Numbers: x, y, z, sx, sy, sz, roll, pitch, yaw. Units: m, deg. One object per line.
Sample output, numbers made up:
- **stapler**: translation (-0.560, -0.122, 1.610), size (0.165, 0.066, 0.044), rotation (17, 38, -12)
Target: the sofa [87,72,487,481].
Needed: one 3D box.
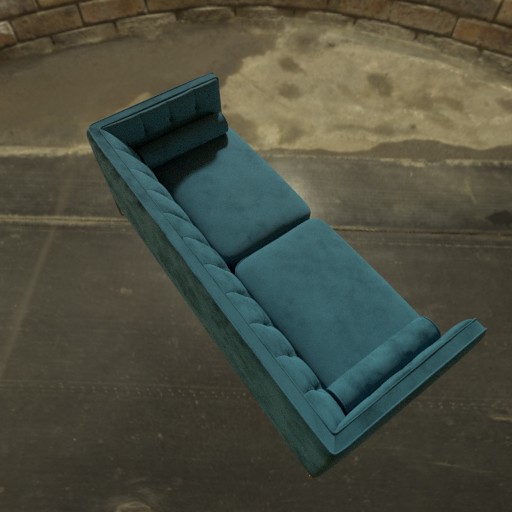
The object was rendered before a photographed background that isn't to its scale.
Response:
- **sofa**: translation (0.000, 0.000, 2.421), size (0.867, 0.789, 2.087), rotation (-32, 63, -18)
